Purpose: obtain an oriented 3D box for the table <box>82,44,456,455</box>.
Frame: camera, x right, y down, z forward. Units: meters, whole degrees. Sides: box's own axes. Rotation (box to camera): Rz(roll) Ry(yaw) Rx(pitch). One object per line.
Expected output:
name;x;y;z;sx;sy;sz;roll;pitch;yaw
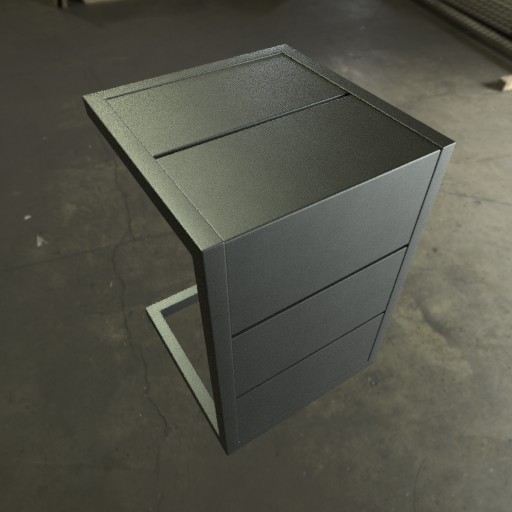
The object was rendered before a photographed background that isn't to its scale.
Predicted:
table;0.000;0.000;0.892;0.405;0.609;0.420;-25;51;-22
